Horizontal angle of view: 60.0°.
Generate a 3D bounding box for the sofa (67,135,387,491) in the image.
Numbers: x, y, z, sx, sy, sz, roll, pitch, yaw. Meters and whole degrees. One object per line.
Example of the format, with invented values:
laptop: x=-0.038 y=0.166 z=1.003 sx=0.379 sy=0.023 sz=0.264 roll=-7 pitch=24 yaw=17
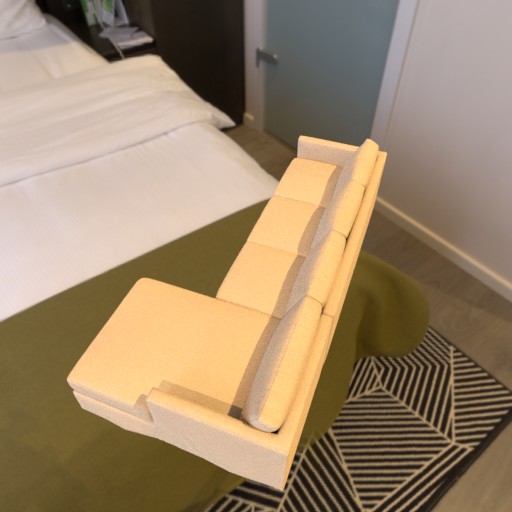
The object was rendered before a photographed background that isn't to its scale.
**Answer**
sofa: x=0.000 y=0.000 z=3.843 sx=1.622 sy=0.871 sz=3.206 roll=16 pitch=49 yaw=14
